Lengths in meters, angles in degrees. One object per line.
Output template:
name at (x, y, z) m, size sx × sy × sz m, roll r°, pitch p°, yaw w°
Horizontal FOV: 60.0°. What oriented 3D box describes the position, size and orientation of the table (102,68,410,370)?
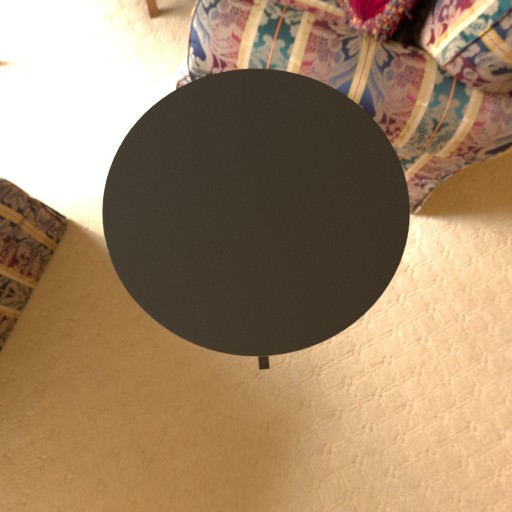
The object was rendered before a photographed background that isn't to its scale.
table at (0.000, 0.000, 1.006) m, size 0.481 × 0.665 × 0.481 m, roll 0°, pitch 74°, yaw 0°
